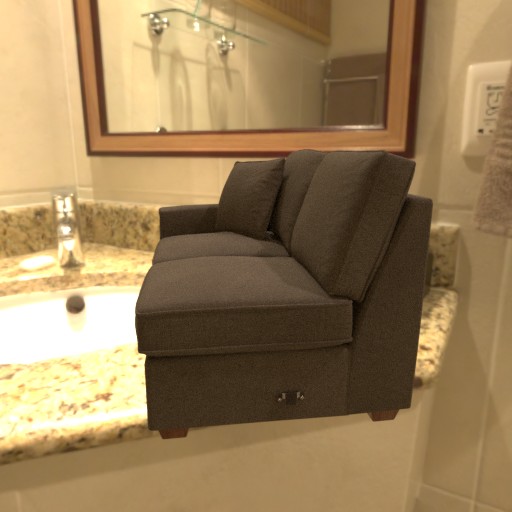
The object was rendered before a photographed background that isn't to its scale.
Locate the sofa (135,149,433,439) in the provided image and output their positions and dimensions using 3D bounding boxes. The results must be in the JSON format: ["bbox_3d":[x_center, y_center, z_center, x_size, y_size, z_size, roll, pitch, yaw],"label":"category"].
[{"bbox_3d":[0.000,0.000,2.097,0.991,0.989,1.388,-2,14,-8],"label":"sofa"}]
